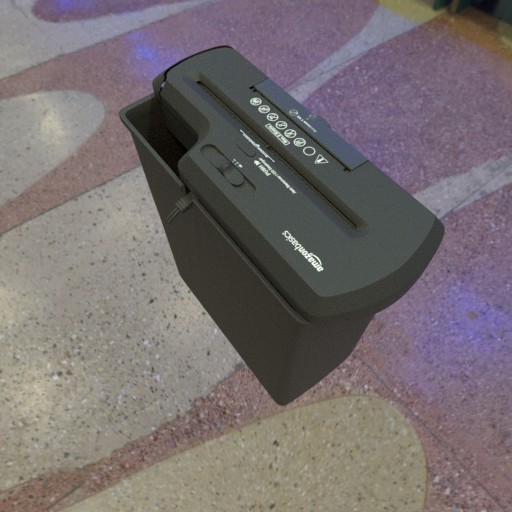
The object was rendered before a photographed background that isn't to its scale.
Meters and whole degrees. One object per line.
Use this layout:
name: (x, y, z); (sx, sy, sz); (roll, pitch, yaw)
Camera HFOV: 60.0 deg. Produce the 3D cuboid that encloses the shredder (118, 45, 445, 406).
shredder: (0.000, 0.000, 0.504); (0.170, 0.335, 0.320); (-32, 63, -19)
